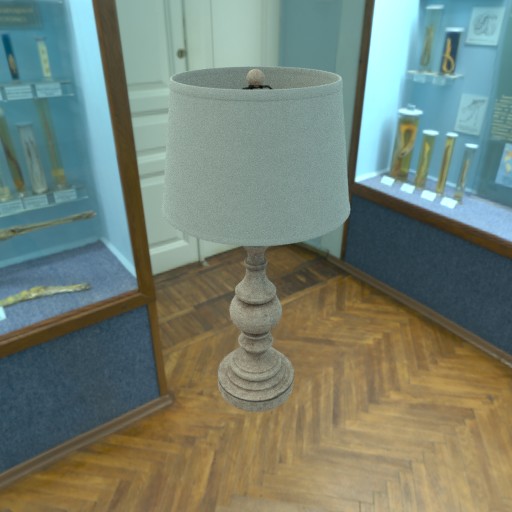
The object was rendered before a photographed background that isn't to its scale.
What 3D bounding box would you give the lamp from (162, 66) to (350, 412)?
[{"bbox_3d":[0.000,0.000,0.867,0.340,0.678,0.340,0,29,0],"label":"lamp"}]
